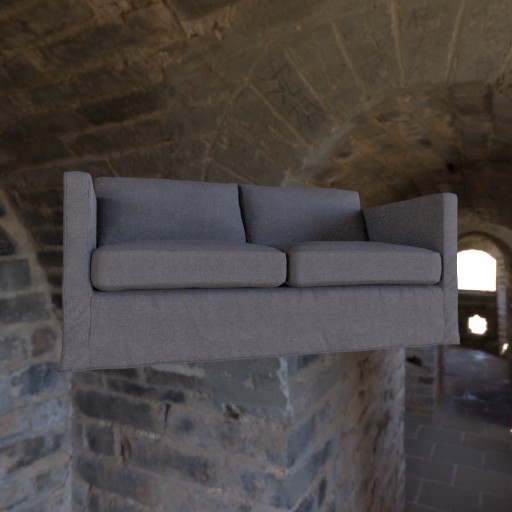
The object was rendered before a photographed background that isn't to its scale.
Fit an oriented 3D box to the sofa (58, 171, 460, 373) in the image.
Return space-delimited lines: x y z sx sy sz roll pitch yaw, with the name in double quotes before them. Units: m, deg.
"sofa" 0.000 0.000 2.299 1.802 0.854 0.974 0 -1 -18
